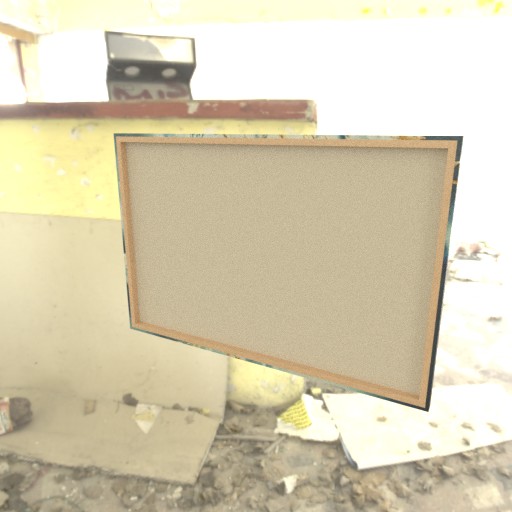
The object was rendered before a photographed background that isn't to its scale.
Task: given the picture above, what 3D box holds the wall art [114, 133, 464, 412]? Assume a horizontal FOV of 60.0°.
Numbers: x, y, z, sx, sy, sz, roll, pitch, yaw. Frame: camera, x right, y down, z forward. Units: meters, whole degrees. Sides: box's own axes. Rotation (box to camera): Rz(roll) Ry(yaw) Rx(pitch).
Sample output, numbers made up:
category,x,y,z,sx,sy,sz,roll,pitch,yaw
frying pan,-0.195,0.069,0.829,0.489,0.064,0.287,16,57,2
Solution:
category,x,y,z,sx,sy,sz,roll,pitch,yaw
wall art,0.000,0.000,1.433,1.138,0.759,0.035,9,18,28
